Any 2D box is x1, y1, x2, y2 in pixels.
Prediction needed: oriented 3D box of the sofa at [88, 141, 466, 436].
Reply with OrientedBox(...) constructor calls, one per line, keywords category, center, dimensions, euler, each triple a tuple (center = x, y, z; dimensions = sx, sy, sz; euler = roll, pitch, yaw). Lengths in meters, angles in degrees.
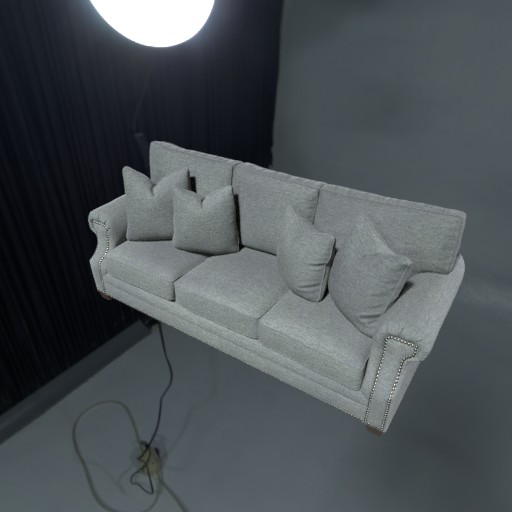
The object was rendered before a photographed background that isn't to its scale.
OrientedBox(category="sofa", center=(0.000, 0.000, 2.792), dimensions=(2.312, 0.975, 0.965), euler=(19, 37, 28))
